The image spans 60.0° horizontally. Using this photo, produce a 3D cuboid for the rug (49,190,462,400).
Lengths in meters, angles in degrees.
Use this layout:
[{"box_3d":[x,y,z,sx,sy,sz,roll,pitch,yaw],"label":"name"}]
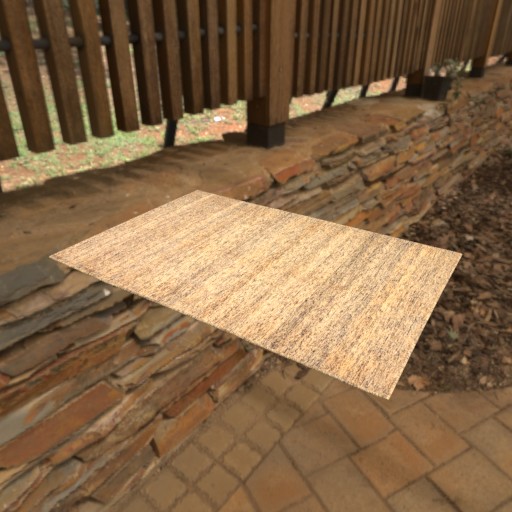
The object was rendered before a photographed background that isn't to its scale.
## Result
[{"box_3d":[0.000,0.000,2.372,1.846,0.014,1.243,17,33,29],"label":"rug"}]
